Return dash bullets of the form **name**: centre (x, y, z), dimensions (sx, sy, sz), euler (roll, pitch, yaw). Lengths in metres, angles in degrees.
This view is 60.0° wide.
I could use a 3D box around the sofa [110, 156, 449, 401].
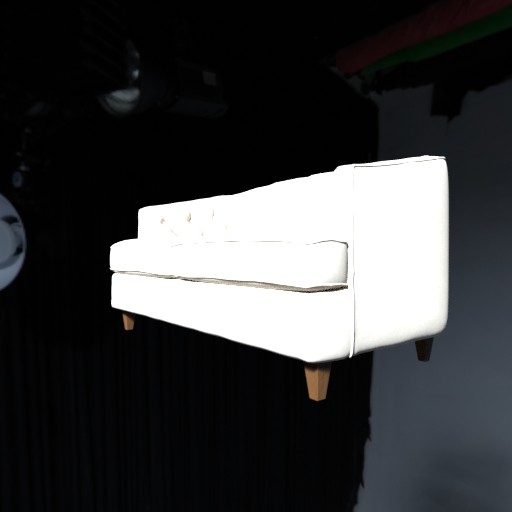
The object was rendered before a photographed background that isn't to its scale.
- **sofa**: centre (0.000, 0.000, 2.219), dimensions (0.940, 0.878, 1.731), euler (0, 0, -37)
